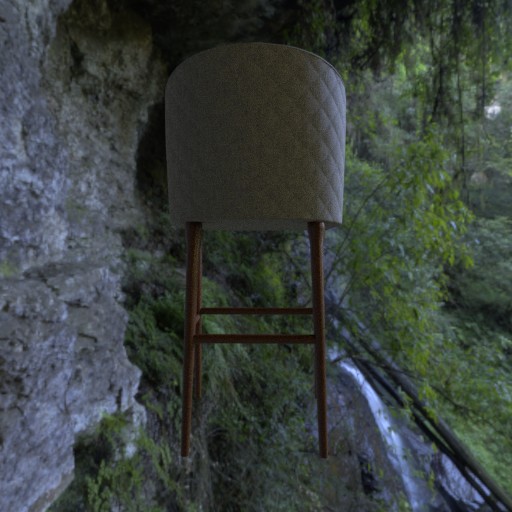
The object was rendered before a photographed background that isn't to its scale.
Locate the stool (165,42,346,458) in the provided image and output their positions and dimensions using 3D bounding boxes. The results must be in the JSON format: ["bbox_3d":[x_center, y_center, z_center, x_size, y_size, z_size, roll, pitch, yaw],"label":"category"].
[{"bbox_3d":[0.000,0.000,1.416,0.559,1.078,0.607,0,0,1],"label":"stool"}]
